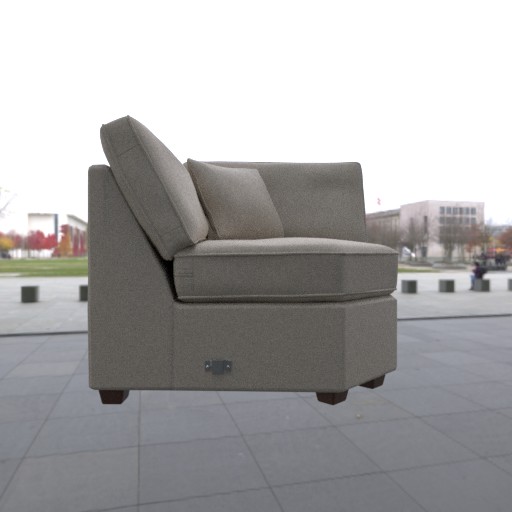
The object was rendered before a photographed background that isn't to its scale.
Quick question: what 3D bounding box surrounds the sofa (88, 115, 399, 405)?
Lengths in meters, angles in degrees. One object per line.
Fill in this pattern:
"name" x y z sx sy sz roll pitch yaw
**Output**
"sofa" 0.000 0.000 1.827 1.042 0.937 1.050 0 0 1
